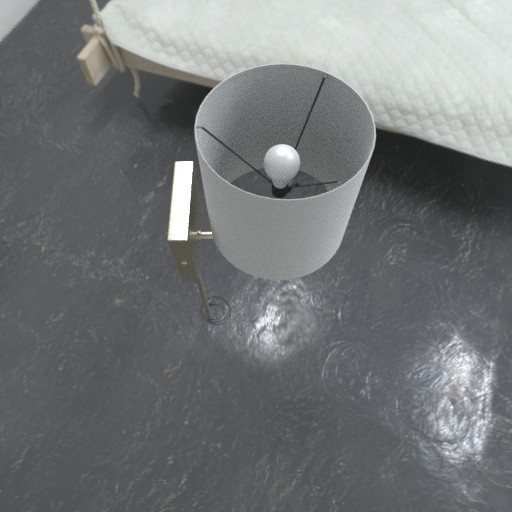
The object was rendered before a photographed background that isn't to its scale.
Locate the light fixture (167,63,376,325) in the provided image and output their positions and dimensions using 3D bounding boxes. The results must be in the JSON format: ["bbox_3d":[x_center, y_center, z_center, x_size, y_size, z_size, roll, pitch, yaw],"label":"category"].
[{"bbox_3d":[0.000,0.000,0.722,0.248,0.589,0.188,0,63,0],"label":"light fixture"}]
